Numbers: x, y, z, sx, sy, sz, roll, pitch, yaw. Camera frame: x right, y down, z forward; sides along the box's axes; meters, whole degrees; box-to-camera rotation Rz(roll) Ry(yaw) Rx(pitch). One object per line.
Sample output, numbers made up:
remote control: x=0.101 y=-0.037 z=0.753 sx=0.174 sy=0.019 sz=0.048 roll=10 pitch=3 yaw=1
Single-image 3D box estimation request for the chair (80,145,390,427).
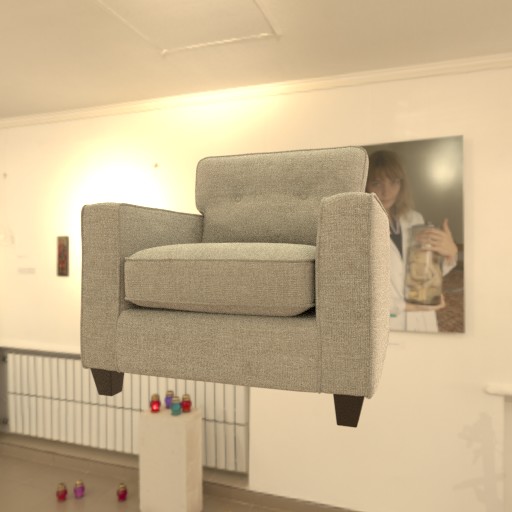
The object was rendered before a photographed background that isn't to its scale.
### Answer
chair: x=0.000 y=0.000 z=1.783 sx=1.015 sy=0.965 sz=0.939 roll=0 pitch=1 yaw=19
